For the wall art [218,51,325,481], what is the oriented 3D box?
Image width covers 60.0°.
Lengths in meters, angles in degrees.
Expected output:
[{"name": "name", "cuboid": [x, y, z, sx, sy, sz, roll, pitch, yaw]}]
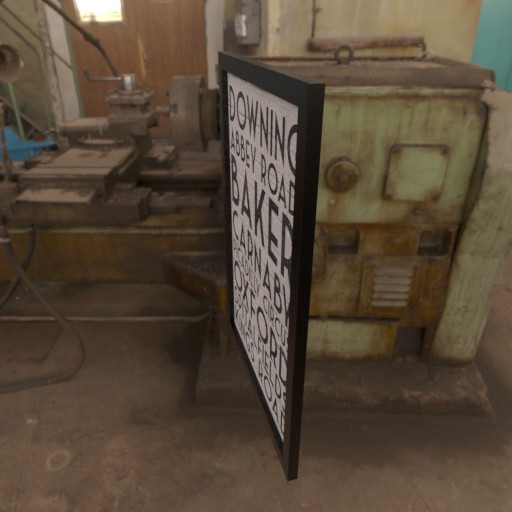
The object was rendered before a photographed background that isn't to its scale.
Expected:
[{"name": "wall art", "cuboid": [0.000, 0.000, 0.816, 0.019, 0.656, 0.462, -8, 30, -14]}]
